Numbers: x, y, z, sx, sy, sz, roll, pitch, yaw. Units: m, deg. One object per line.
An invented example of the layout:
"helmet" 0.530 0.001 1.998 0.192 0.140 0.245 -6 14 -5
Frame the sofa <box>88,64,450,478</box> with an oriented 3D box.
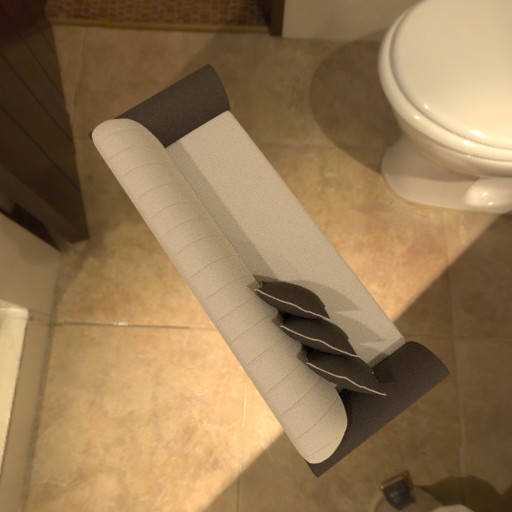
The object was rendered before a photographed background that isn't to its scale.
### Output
"sofa" 0.000 0.000 2.342 0.755 0.787 2.001 -34 78 -8
